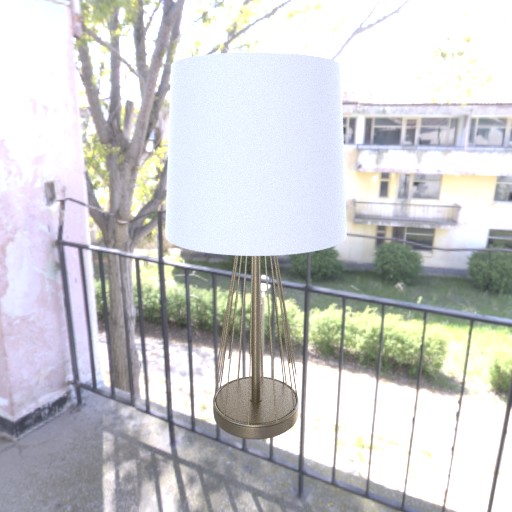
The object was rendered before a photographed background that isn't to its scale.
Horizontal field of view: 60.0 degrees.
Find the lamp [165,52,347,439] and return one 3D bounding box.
[{"bbox_3d":[0.000,0.000,0.766,0.303,0.618,0.303,0,15,0],"label":"lamp"}]
